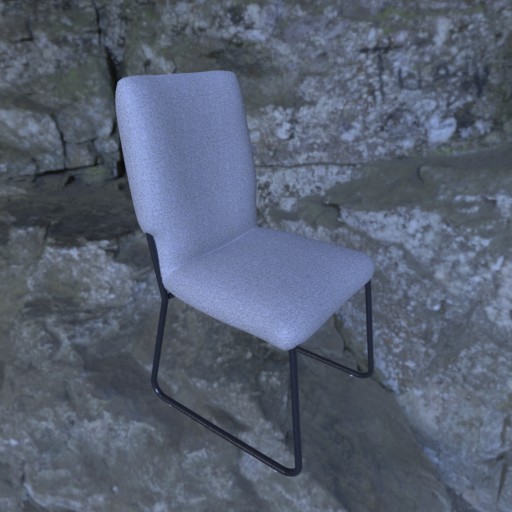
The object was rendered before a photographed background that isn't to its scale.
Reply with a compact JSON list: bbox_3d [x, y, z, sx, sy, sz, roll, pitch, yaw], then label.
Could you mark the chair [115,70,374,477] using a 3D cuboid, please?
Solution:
[{"bbox_3d":[0.000,0.000,1.150,0.560,0.864,0.448,17,30,32],"label":"chair"}]
